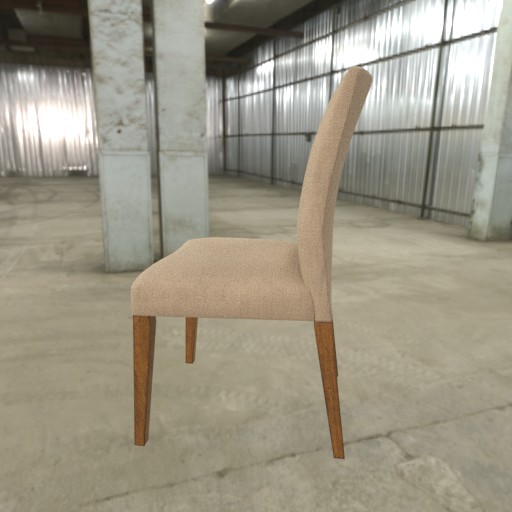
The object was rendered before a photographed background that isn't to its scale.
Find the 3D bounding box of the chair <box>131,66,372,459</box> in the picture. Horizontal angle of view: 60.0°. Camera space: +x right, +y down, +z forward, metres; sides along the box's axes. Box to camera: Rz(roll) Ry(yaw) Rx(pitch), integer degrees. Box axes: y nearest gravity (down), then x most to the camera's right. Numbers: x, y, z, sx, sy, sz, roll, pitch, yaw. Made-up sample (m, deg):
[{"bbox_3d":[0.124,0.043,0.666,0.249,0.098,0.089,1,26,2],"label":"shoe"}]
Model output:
[{"bbox_3d":[0.000,0.000,1.270,0.585,0.940,0.496,2,14,8],"label":"chair"}]
